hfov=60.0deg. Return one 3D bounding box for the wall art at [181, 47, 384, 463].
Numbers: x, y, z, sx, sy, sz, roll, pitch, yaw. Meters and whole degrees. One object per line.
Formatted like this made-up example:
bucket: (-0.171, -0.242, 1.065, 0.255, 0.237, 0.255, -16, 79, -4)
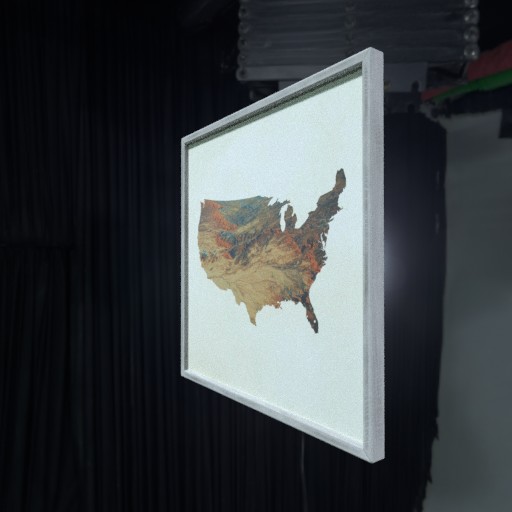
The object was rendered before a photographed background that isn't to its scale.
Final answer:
wall art: (0.000, 0.000, 0.448, 0.015, 0.303, 0.303, 0, -1, -36)
